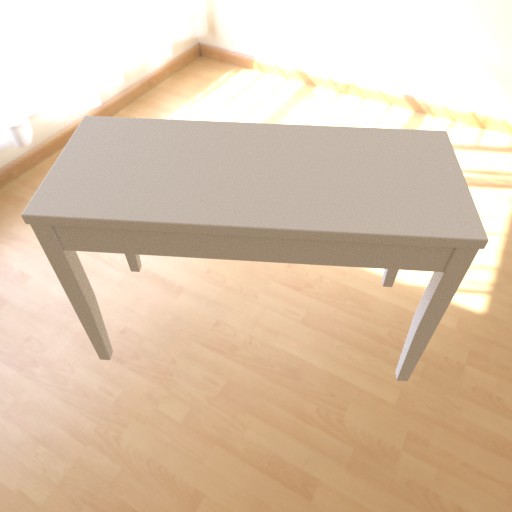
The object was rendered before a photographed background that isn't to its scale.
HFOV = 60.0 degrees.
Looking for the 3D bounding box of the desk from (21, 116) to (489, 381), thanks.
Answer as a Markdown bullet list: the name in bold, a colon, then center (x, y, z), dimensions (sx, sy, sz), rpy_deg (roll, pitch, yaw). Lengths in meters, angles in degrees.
- **desk**: center (0.000, 0.000, 1.605), dimensions (1.220, 0.775, 0.508), rpy_deg (3, 48, 3)
